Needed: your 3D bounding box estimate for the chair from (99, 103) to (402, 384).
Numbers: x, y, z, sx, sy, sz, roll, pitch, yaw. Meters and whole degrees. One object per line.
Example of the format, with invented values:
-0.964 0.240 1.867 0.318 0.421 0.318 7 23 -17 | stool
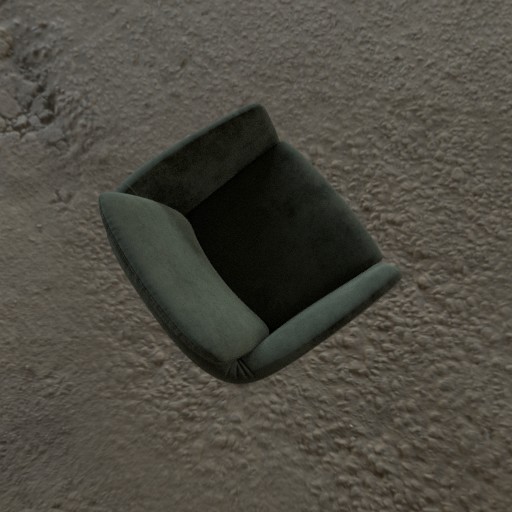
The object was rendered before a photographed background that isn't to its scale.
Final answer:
0.000 0.000 1.369 0.635 0.908 0.641 -36 79 -8 | chair
